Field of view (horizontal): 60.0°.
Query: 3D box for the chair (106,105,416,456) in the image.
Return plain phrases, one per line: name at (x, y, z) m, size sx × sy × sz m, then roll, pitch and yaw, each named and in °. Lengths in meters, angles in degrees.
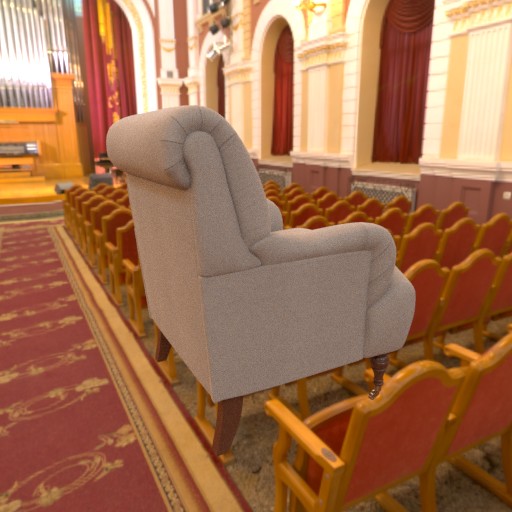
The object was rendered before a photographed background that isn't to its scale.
chair at (0.000, 0.000, 1.533) m, size 0.842 × 0.942 × 0.766 m, roll -8°, pitch 16°, yaw -27°
